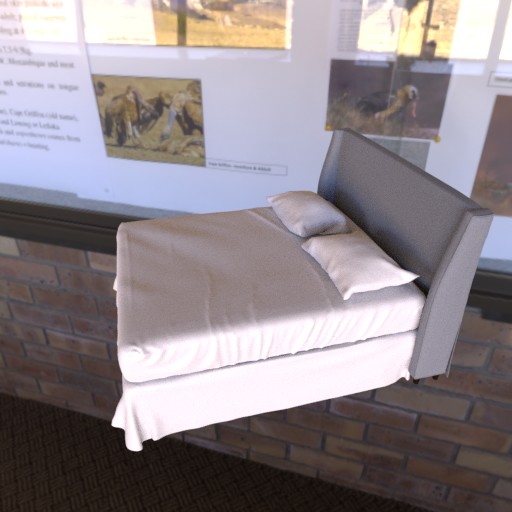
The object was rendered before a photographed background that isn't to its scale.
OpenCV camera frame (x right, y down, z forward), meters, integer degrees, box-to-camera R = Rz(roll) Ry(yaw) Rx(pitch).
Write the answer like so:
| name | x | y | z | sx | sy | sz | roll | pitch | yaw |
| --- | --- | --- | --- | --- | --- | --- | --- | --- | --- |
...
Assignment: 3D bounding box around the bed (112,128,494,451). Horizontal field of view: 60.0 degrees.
| name | x | y | z | sx | sy | sz | roll | pitch | yaw |
| --- | --- | --- | --- | --- | --- | --- | --- | --- | --- |
| bed | 0.000 | 0.000 | 3.323 | 2.276 | 1.332 | 1.925 | -8 | 32 | -13 |
